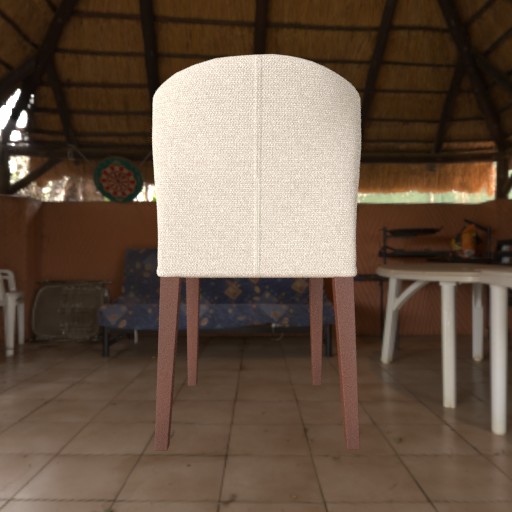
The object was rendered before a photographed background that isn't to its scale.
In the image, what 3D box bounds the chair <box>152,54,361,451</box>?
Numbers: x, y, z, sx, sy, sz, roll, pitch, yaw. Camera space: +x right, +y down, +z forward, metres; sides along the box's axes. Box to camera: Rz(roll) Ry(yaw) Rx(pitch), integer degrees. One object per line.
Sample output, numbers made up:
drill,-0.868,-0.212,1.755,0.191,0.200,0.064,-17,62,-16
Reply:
chair,0.000,0.000,1.200,0.491,0.839,0.589,0,0,-1
